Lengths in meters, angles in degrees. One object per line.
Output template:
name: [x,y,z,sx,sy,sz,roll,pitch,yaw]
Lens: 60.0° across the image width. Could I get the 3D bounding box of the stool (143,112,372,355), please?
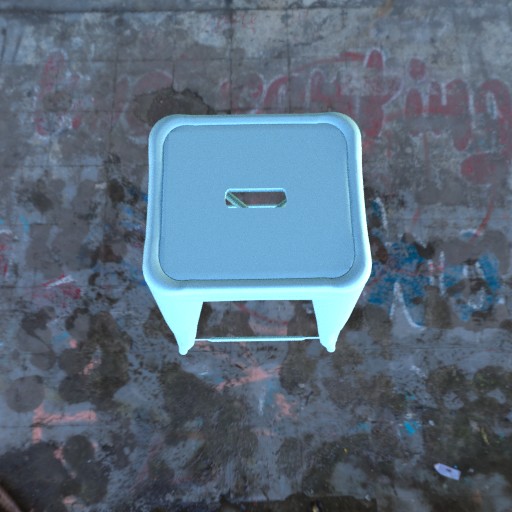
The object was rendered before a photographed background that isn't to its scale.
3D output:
stool: [0.000,0.000,0.874,0.399,0.609,0.359,-1,75,0]
